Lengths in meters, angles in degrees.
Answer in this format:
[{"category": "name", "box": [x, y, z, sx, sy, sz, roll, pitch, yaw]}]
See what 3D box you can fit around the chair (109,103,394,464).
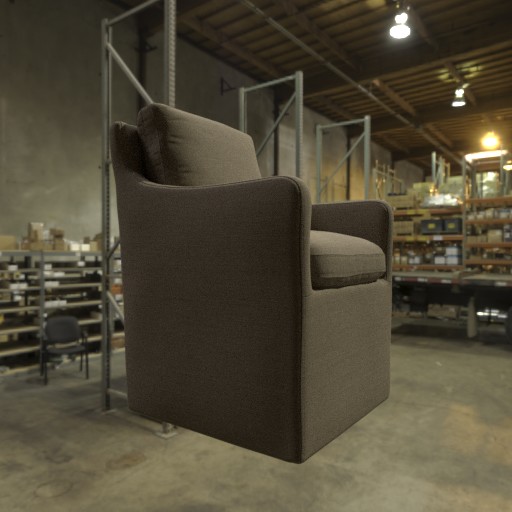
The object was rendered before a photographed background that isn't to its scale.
[{"category": "chair", "box": [0.000, 0.000, 1.378, 0.694, 0.914, 0.626, 0, 0, 36]}]
